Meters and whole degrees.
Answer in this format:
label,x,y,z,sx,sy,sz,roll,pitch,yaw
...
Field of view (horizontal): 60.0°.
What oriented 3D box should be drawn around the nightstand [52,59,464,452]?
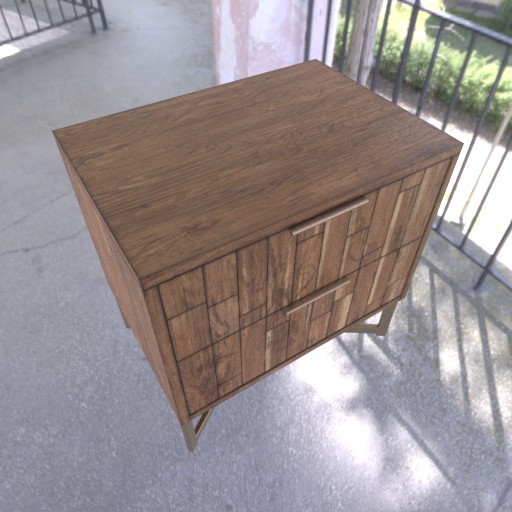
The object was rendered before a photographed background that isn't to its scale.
label,x,y,z,sx,sy,sz,roll,pitch,yaw
nightstand,0.000,0.000,1.016,0.610,0.610,0.446,-24,51,-22
